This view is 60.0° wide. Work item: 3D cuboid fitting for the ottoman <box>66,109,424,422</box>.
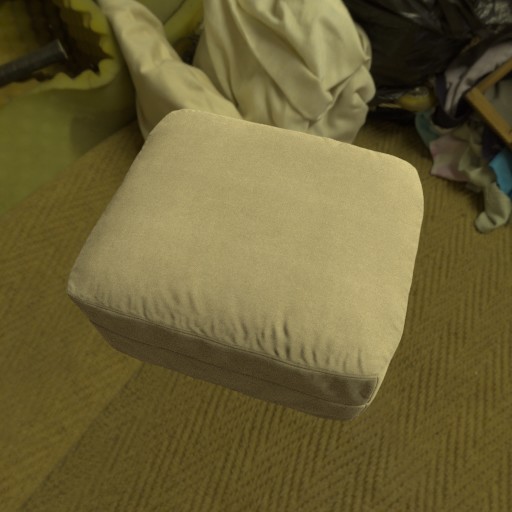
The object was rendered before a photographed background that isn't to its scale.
[{"bbox_3d":[0.000,0.000,1.091,0.712,0.480,0.584,15,61,9],"label":"ottoman"}]
